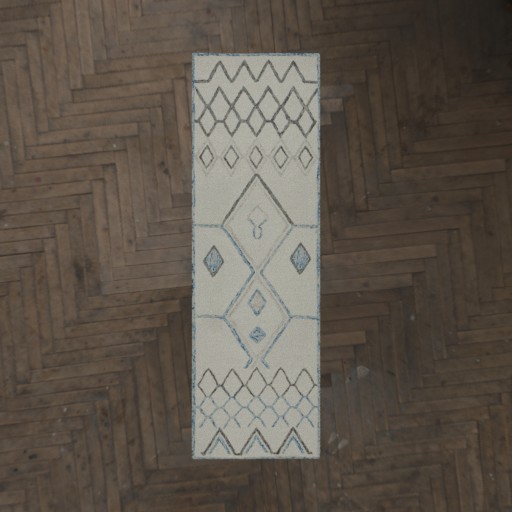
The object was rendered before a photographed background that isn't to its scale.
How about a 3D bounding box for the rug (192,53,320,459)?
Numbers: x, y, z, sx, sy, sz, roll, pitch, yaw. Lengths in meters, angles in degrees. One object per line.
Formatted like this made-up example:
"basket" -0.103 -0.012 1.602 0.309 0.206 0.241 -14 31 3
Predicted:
"rug" 0.000 0.000 2.664 0.770 0.013 2.434 0 90 0
